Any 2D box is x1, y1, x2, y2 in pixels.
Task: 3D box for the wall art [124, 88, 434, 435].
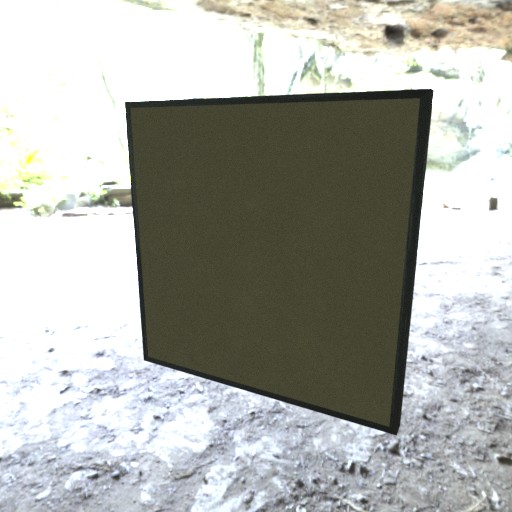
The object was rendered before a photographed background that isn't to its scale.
[{"bbox_3d":[0.000,0.000,1.119,0.762,0.758,0.043,8,17,27],"label":"wall art"}]
